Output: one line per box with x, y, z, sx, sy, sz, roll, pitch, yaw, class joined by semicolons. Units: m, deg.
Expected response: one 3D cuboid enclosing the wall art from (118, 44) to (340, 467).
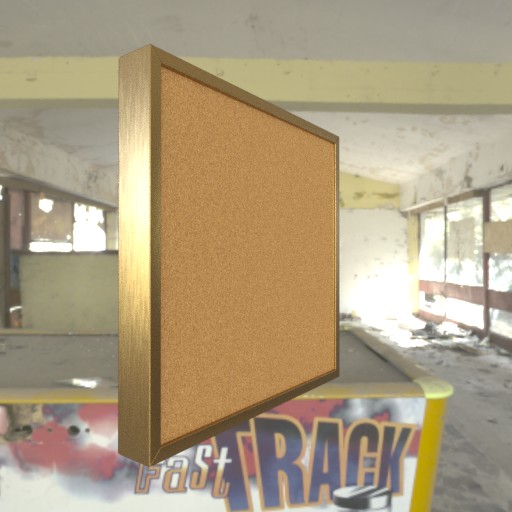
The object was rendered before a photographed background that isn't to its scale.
0.000;0.000;0.451;0.037;0.305;0.305;0;0;37;wall art
